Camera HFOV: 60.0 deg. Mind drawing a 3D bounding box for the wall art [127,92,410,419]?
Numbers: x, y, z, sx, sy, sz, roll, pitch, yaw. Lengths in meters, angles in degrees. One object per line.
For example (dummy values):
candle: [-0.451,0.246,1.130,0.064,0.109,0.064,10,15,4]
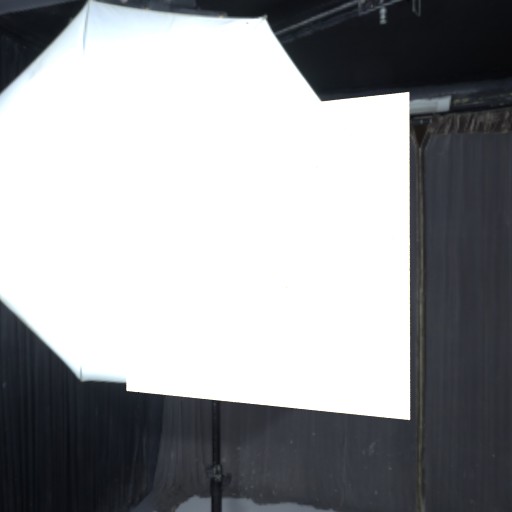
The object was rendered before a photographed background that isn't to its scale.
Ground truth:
wall art: [0.000,0.000,1.182,0.773,0.775,0.031,0,-1,18]
